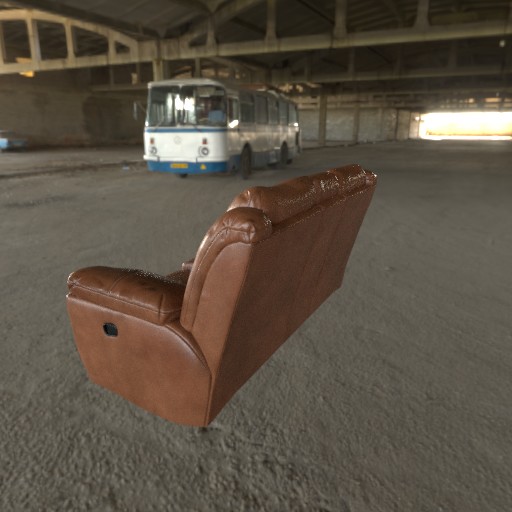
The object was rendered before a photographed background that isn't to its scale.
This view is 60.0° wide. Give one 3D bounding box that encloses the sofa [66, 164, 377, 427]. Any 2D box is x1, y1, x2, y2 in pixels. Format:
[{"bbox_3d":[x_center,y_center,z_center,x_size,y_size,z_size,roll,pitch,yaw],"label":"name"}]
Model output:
[{"bbox_3d":[0.000,0.000,2.679,0.991,1.043,2.058,8,18,26],"label":"sofa"}]
